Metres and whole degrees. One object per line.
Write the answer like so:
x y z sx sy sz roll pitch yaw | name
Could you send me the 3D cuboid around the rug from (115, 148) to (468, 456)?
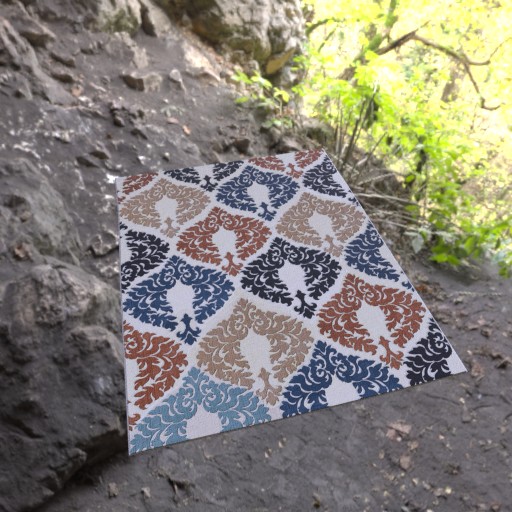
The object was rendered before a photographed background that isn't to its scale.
0.000 0.000 4.023 2.423 0.014 3.040 -10 47 -10 | rug
